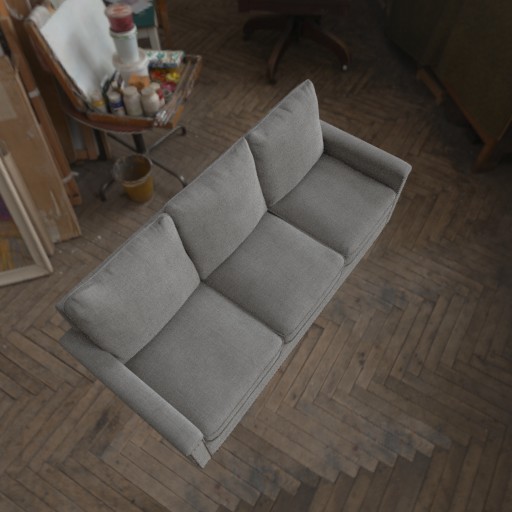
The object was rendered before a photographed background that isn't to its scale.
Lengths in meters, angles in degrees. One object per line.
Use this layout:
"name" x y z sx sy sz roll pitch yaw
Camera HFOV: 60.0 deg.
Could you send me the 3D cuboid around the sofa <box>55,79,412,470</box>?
"sofa" 0.000 0.000 2.362 0.828 0.959 1.925 33 63 19
